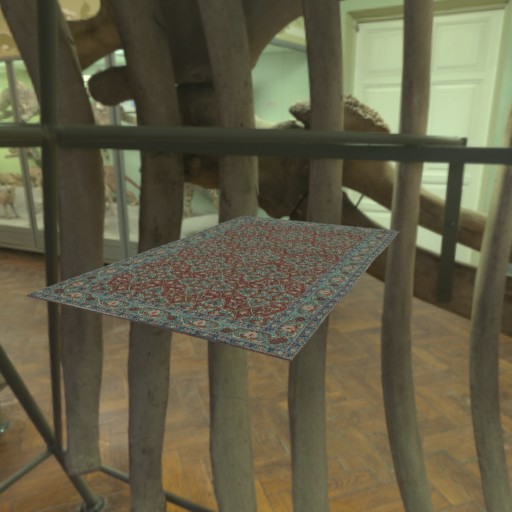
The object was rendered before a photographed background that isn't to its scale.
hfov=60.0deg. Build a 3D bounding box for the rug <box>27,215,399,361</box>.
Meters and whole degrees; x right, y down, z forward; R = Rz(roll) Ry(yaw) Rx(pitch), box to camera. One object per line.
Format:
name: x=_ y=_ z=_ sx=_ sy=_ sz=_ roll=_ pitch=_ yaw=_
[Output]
rug: x=0.000 y=0.000 z=3.083 sx=1.533 sy=0.011 sz=2.439 roll=8 pitch=18 yaw=26
